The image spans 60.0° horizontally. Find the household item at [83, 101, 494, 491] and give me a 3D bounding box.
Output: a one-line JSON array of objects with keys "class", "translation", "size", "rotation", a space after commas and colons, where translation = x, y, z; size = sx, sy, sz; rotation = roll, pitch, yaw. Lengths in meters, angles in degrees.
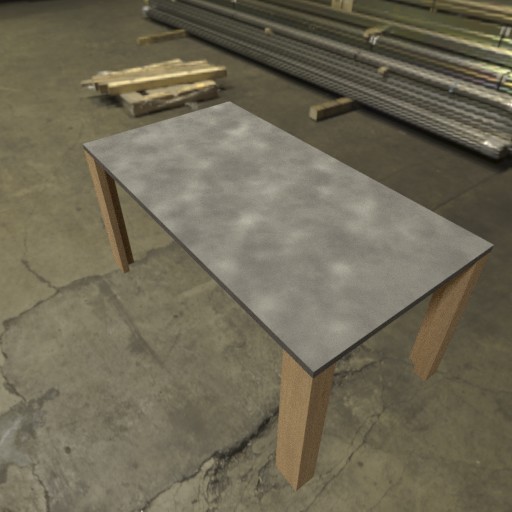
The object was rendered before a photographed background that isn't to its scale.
[{"class": "household item", "translation": [0.000, 0.000, 2.066], "size": [0.850, 0.755, 1.600], "rotation": [-27, 47, -27]}]
